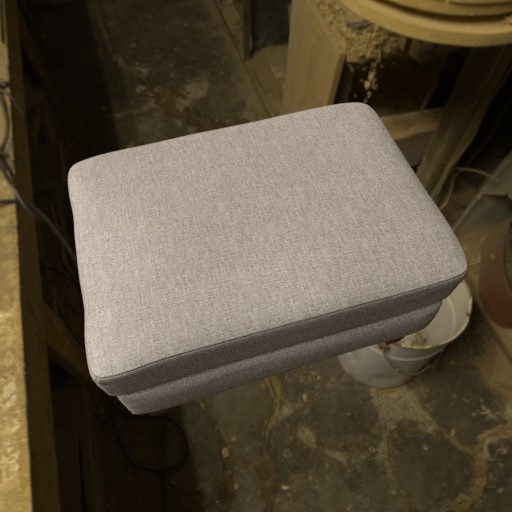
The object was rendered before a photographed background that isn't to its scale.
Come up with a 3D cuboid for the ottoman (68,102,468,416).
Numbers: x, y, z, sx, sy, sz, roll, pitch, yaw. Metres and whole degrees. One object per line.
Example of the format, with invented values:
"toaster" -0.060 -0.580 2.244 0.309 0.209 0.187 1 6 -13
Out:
"ottoman" 0.000 0.000 1.243 0.873 0.494 0.639 -15 60 -9
